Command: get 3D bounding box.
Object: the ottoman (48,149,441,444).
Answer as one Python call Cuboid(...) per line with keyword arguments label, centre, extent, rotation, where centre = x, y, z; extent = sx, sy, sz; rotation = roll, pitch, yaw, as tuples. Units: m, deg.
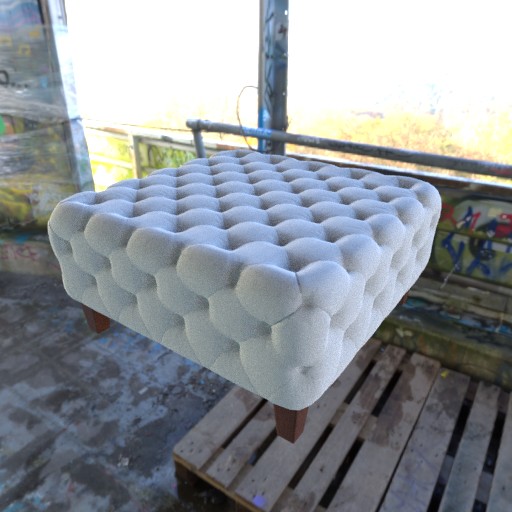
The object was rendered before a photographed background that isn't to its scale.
Cuboid(label="ottoman", centre=(0.000, 0.000, 1.199), extent=(0.753, 0.376, 0.755), rotation=(18, 31, 32))
